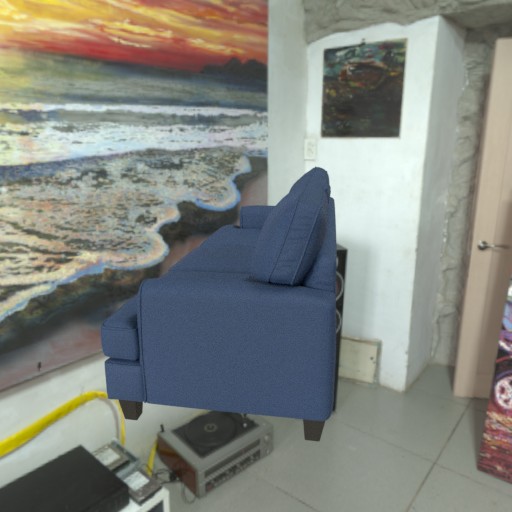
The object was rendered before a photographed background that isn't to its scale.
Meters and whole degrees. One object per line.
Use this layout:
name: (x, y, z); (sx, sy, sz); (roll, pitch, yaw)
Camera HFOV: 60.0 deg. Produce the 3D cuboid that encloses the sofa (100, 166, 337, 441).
sofa: (0.000, 0.000, 2.692); (0.951, 0.965, 2.158); (2, 15, 9)
